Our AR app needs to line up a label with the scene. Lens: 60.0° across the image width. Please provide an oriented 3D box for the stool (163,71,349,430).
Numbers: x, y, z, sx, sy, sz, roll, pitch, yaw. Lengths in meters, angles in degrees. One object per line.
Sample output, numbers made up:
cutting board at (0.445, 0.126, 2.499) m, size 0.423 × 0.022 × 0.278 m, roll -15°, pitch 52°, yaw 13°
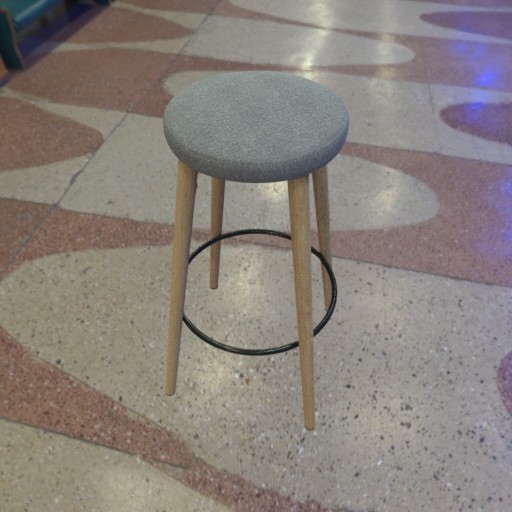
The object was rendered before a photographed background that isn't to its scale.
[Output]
stool at (0.000, 0.000, 1.021) m, size 0.410 × 0.770 × 0.410 m, roll 10°, pitch 47°, yaw 10°
